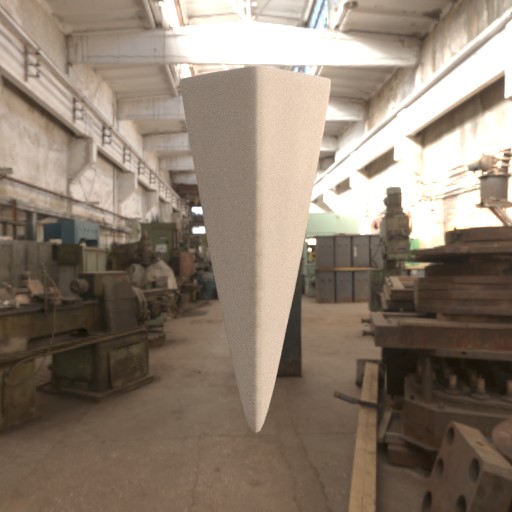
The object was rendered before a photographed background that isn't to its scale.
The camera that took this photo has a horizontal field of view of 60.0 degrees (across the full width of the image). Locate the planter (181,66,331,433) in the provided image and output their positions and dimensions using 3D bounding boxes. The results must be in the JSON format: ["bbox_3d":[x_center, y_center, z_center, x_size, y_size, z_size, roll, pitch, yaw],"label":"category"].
[{"bbox_3d":[0.000,0.000,0.395,0.143,0.338,0.065,0,0,0],"label":"planter"}]
